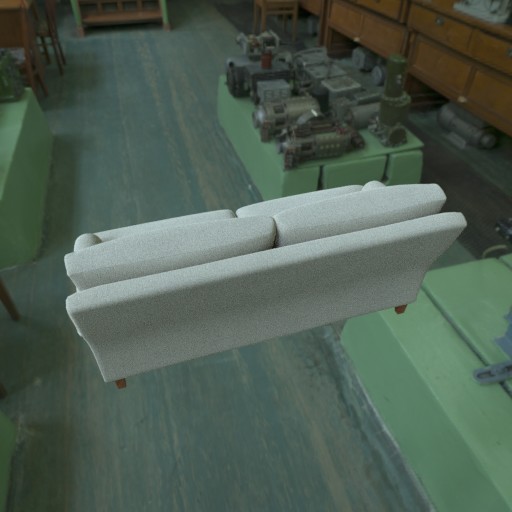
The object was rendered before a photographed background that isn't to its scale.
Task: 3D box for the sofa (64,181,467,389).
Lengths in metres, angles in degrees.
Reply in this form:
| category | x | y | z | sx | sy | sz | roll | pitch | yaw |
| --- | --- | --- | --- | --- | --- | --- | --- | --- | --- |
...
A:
| category | x | y | z | sx | sy | sz | roll | pitch | yaw |
| --- | --- | --- | --- | --- | --- | --- | --- | --- | --- |
| sofa | 0.000 | 0.000 | 2.720 | 2.070 | 0.997 | 1.091 | -12 | 42 | -14 |
